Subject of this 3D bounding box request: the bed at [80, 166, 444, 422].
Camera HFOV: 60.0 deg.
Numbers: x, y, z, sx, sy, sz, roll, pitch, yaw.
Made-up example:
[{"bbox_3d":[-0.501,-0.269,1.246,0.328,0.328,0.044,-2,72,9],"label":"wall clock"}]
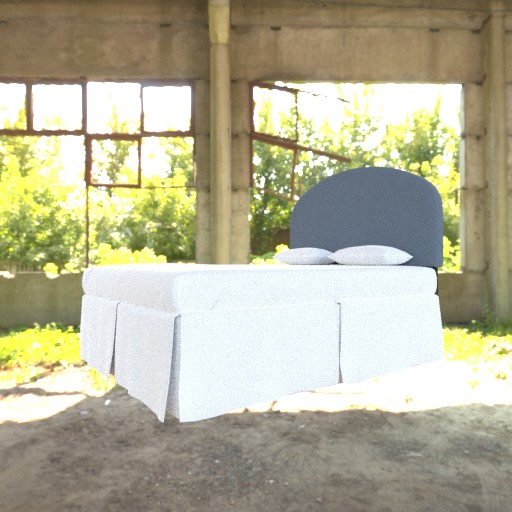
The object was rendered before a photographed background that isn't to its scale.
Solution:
[{"bbox_3d":[0.000,0.000,3.000,2.005,1.410,1.607,0,-1,-36],"label":"bed"}]
